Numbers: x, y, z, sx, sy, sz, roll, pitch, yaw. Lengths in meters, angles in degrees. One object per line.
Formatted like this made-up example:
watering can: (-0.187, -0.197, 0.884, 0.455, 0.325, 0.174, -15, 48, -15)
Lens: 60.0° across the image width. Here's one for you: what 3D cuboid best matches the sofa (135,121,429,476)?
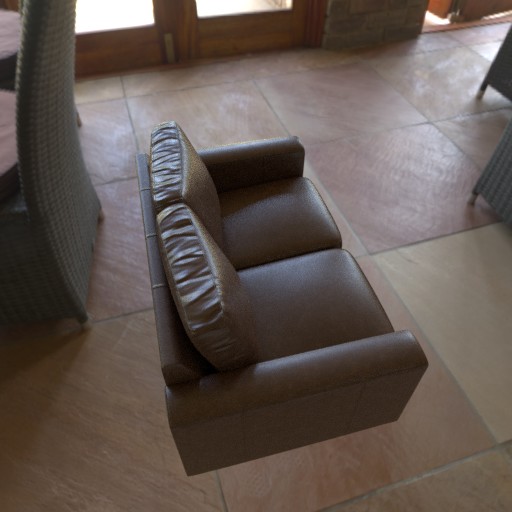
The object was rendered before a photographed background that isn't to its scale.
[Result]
sofa: (0.000, 0.000, 2.185, 1.016, 0.873, 1.616, -11, 48, -10)
